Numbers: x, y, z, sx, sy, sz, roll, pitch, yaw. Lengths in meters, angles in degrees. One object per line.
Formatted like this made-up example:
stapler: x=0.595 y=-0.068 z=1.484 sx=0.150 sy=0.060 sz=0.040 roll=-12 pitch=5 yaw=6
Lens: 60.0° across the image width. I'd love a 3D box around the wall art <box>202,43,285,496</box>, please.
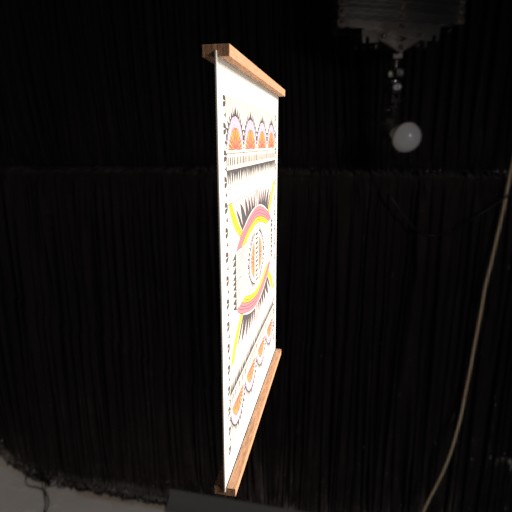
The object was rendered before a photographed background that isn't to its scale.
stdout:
wall art: x=0.000 y=0.000 z=0.688 sx=0.028 sy=0.527 sz=0.403 roll=3 pitch=15 yaw=11
